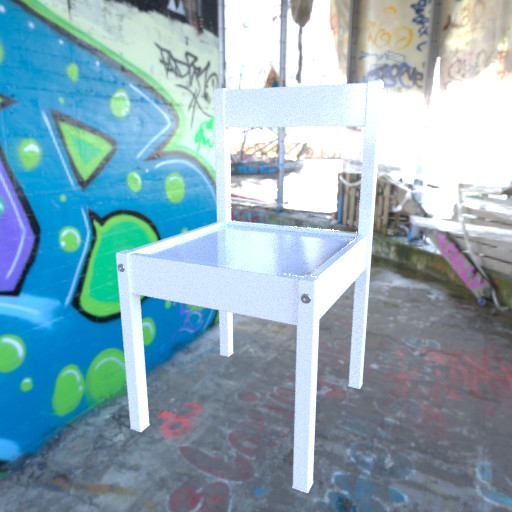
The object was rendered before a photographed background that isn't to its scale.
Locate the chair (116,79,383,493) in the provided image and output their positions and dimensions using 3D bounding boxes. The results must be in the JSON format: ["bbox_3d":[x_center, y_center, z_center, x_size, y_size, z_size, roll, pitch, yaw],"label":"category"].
[{"bbox_3d":[0.000,0.000,0.664,0.285,0.505,0.285,7,17,25],"label":"chair"}]
